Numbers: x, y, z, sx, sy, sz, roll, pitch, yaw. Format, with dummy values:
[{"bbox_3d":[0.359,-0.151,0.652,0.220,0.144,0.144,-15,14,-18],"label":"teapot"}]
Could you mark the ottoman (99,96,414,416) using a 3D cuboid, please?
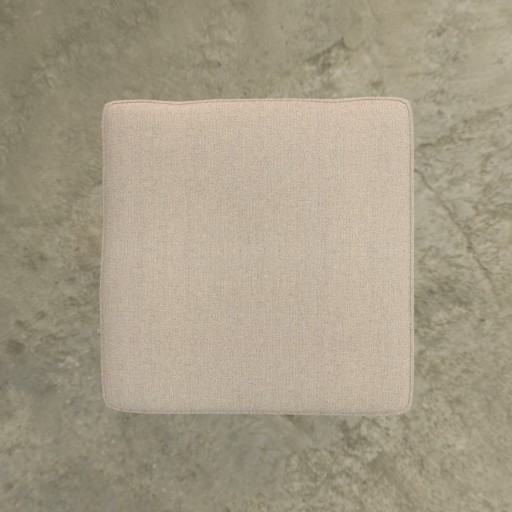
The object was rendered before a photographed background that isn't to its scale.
[{"bbox_3d":[0.000,0.000,1.338,0.838,0.481,0.838,0,90,2],"label":"ottoman"}]
